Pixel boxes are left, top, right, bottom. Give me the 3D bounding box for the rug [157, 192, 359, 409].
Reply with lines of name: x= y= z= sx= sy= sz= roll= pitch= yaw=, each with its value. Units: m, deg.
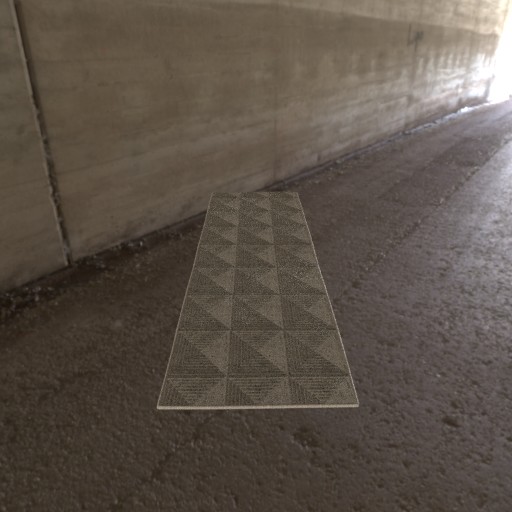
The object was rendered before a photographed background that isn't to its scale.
rug: x=0.000 y=0.000 z=2.369 sx=0.645 sy=0.015 sz=2.182 roll=0 pitch=26 yaw=0
